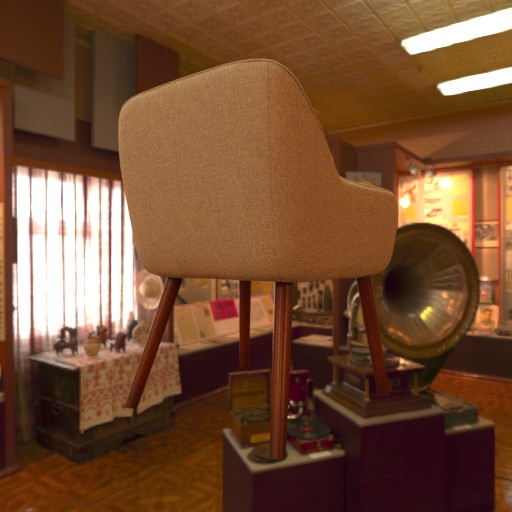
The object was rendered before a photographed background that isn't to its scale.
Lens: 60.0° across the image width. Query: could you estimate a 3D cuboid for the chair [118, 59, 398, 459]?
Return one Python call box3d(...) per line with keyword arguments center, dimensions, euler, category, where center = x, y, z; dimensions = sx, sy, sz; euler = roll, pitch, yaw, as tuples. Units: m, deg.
box3d(center=(0.000, 0.000, 1.241), dimensions=(0.610, 0.813, 0.610), euler=(0, 0, 38), category="chair")
